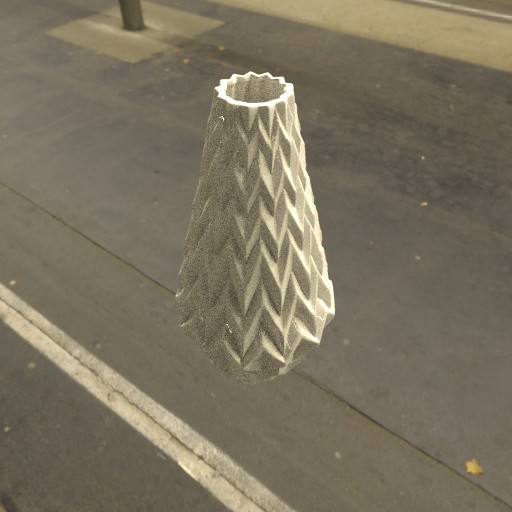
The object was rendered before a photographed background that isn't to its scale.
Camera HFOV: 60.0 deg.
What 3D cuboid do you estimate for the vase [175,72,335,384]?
[{"bbox_3d":[0.000,0.000,0.421,0.167,0.328,0.167,0,45,0],"label":"vase"}]
